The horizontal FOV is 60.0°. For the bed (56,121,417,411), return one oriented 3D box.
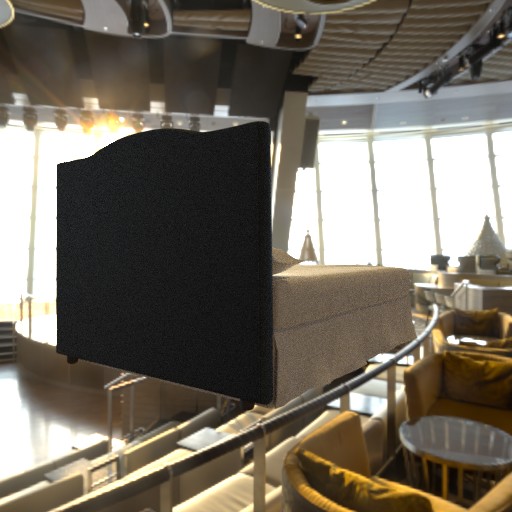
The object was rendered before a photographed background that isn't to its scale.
[{"bbox_3d":[0.000,0.000,3.423,1.821,1.436,2.282,1,1,36],"label":"bed"}]
